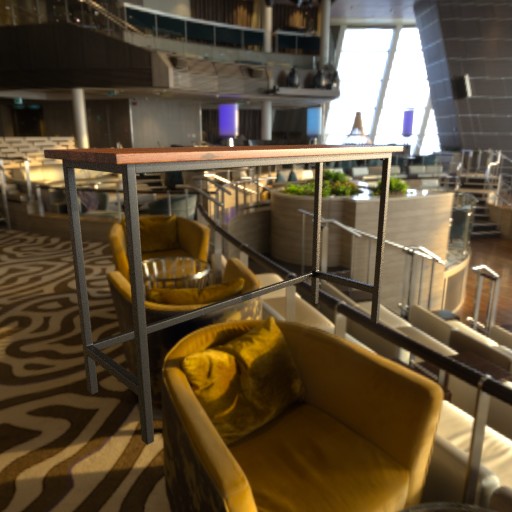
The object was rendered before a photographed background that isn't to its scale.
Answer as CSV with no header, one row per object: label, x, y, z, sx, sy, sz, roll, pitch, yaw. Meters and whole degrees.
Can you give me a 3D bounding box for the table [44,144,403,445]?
table,0.000,0.000,1.555,1.204,0.740,0.408,-14,20,-42
